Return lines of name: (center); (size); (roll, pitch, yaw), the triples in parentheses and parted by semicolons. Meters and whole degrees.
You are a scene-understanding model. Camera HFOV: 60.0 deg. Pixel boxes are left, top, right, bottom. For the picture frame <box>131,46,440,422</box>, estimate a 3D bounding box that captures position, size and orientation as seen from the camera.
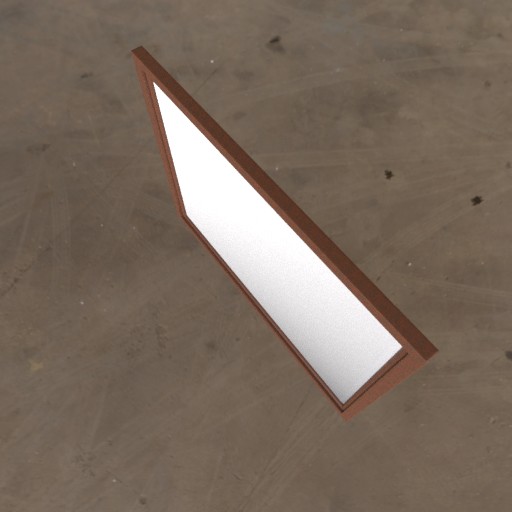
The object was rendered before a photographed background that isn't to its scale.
picture frame: (0.000, 0.000, 1.703); (0.045, 1.018, 1.329); (-34, 67, -16)
